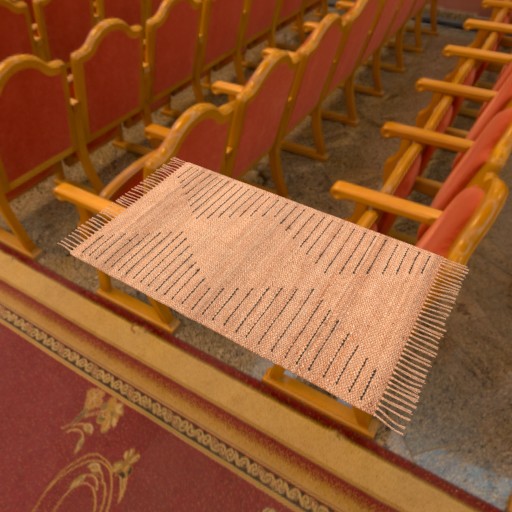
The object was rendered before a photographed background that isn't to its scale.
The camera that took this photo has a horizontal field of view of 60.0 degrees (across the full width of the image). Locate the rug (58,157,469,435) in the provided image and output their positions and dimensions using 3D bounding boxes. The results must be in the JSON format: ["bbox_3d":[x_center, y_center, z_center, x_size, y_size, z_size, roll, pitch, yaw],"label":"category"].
[{"bbox_3d":[0.000,0.000,2.041,1.718,0.017,0.905,24,50,22],"label":"rug"}]
